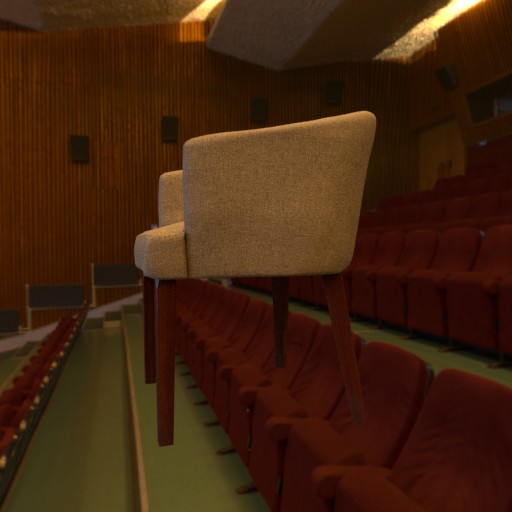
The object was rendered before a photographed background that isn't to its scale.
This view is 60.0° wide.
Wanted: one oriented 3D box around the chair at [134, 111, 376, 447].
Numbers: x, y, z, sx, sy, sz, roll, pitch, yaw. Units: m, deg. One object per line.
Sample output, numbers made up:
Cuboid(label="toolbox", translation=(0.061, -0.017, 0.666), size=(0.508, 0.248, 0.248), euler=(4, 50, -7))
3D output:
Cuboid(label="chair", translation=(0.000, 0.000, 1.268), size=(0.655, 0.811, 0.583), euler=(0, 2, -18))
